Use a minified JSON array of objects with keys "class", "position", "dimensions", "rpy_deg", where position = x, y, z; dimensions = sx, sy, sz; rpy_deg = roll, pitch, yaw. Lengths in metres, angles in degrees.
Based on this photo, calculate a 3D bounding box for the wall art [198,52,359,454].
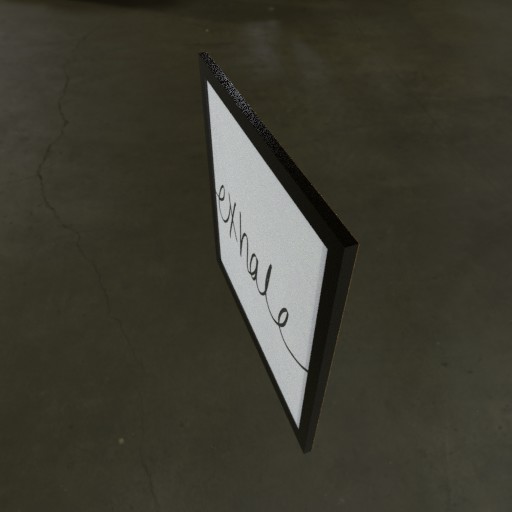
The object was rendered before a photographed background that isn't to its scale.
[{"class":"wall art","position":[0.000,0.000,0.674],"dimensions":[0.014,0.445,0.446],"rpy_deg":[-15,47,-15]}]
